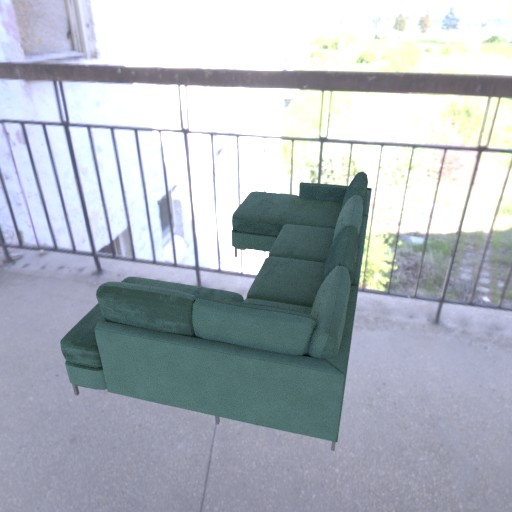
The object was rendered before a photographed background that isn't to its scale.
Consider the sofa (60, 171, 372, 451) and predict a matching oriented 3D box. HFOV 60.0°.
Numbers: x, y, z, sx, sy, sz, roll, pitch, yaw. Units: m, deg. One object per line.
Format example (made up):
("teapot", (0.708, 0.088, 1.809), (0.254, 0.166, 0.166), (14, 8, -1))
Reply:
("sofa", (0.000, 0.000, 4.423), (2.055, 0.992, 3.434), (8, 29, 14))
